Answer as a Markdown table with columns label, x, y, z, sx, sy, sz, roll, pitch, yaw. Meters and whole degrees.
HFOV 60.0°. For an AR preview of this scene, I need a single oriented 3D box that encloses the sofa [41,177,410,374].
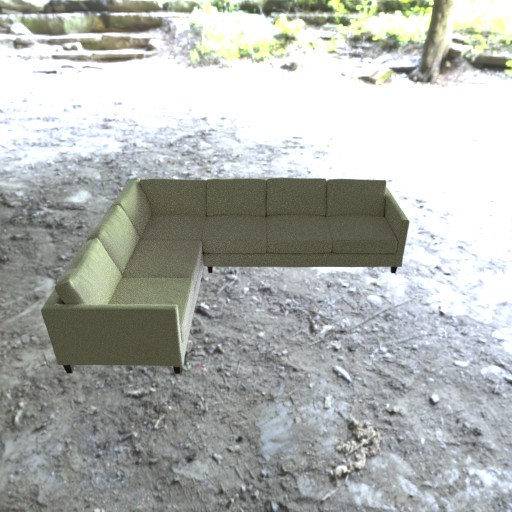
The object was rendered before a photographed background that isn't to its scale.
| label | x | y | z | sx | sy | sz | roll | pitch | yaw |
| --- | --- | --- | --- | --- | --- | --- | --- | --- | --- |
| sofa | 0.000 | 0.000 | 4.419 | 3.182 | 0.863 | 2.432 | 0 | 31 | 0 |
